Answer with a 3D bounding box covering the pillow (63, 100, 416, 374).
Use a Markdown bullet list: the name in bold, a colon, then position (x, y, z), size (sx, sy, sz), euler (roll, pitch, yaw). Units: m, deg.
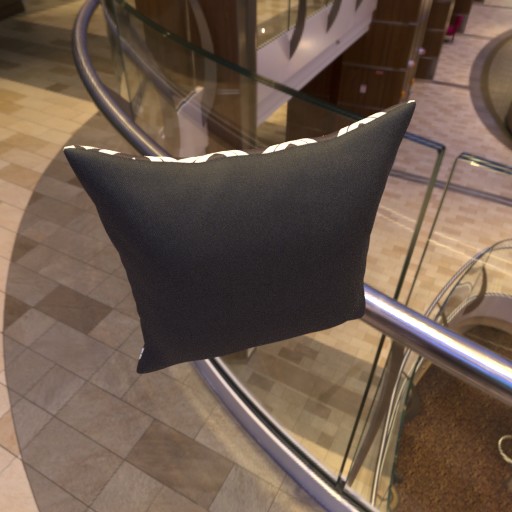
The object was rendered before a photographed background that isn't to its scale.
- **pillow**: position (0.000, 0.000, 0.771), size (0.504, 0.494, 0.188), euler (-12, 43, -13)
